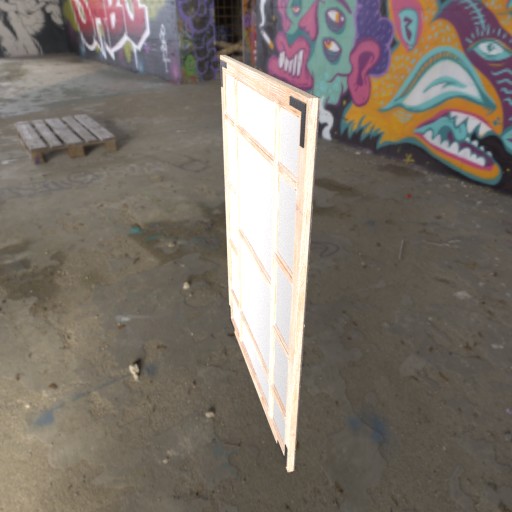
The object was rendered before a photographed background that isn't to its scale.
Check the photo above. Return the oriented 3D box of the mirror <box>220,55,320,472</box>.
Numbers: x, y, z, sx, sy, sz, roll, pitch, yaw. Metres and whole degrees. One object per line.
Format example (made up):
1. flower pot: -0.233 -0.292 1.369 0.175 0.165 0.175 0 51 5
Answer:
1. mirror: 0.000 0.000 1.279 0.025 0.996 0.705 -8 31 -14
